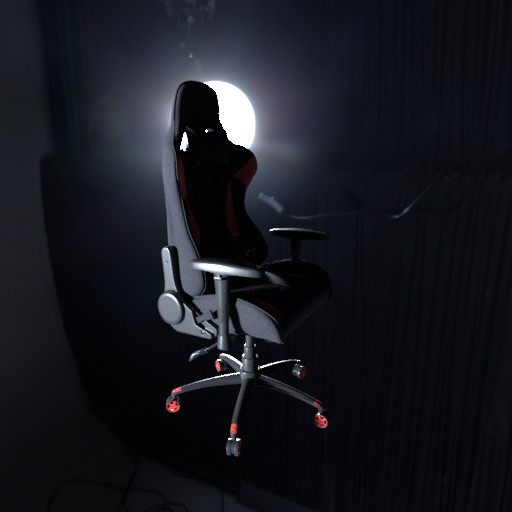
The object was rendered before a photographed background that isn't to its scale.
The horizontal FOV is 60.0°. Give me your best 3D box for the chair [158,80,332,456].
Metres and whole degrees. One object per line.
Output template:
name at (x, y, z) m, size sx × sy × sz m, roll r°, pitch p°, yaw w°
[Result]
chair at (0.000, 0.000, 1.753) m, size 0.658 × 1.326 × 0.695 m, roll 7°, pitch 16°, yaw 27°
